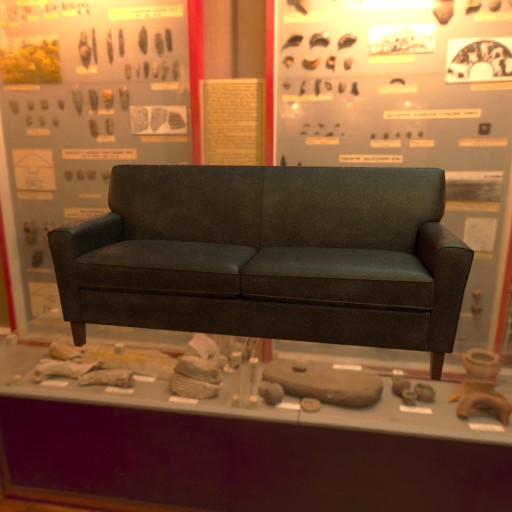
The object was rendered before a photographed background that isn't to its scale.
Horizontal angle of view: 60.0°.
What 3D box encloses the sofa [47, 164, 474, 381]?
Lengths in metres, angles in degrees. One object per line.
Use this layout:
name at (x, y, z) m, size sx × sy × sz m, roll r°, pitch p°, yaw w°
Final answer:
sofa at (0.000, 0.000, 2.465) m, size 2.053 × 0.947 × 0.805 m, roll 3°, pitch 15°, yaw 11°
